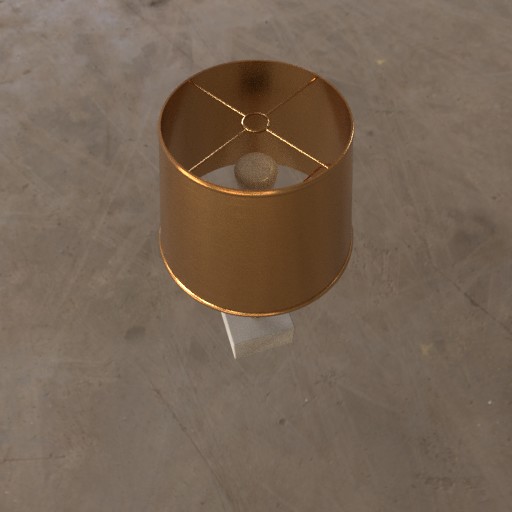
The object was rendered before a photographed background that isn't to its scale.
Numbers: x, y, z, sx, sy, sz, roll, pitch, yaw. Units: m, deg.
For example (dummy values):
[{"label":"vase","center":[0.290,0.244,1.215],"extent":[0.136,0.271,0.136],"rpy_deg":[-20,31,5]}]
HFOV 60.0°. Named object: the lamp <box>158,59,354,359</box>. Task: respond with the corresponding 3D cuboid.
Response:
[{"label":"lamp","center":[0.000,0.000,0.524],"extent":[0.208,0.406,0.208],"rpy_deg":[0,57,0]}]
